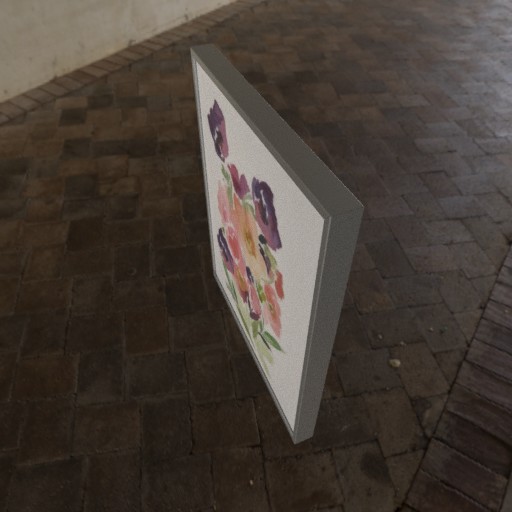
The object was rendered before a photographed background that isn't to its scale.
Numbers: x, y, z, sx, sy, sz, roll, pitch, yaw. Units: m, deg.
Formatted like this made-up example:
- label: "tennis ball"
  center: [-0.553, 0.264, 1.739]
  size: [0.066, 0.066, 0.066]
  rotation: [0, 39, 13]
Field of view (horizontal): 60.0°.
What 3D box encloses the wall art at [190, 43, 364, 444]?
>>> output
- label: "wall art"
  center: [0.000, 0.000, 0.768]
  size: [0.038, 0.549, 0.452]
  rotation: [-17, 48, -16]
